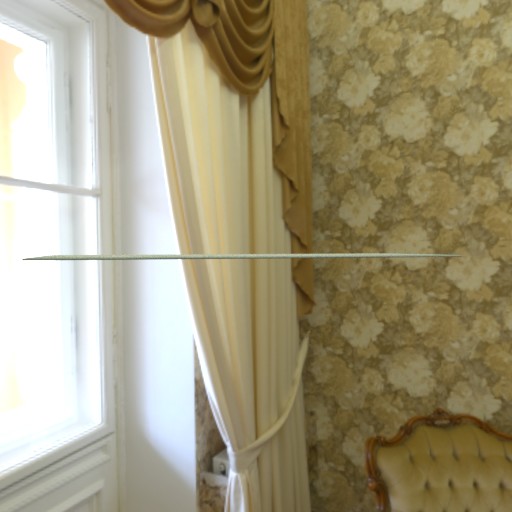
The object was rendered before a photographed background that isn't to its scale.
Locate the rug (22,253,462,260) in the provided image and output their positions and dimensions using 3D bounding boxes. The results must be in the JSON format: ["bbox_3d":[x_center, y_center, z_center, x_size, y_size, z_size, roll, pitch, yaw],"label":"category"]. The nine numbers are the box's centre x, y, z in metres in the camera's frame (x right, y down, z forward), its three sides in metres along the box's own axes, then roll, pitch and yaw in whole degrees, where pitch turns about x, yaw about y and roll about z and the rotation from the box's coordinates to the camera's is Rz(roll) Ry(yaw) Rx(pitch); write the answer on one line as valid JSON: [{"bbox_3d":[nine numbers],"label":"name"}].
[{"bbox_3d":[0.000,0.000,2.437,2.196,0.011,0.662,0,1,-18],"label":"rug"}]
